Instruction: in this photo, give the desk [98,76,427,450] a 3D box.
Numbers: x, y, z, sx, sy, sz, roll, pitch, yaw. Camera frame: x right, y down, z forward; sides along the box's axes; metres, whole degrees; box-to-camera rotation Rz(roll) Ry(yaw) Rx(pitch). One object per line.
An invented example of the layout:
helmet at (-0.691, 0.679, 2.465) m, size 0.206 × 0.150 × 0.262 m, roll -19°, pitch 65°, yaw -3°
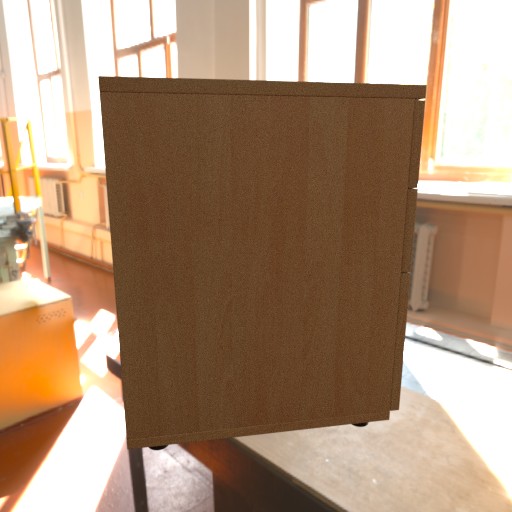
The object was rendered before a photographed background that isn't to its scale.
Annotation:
desk at (0.000, 0.000, 1.058) m, size 0.600 × 0.730 × 0.404 m, roll -2°, pitch 14°, yaw -10°
